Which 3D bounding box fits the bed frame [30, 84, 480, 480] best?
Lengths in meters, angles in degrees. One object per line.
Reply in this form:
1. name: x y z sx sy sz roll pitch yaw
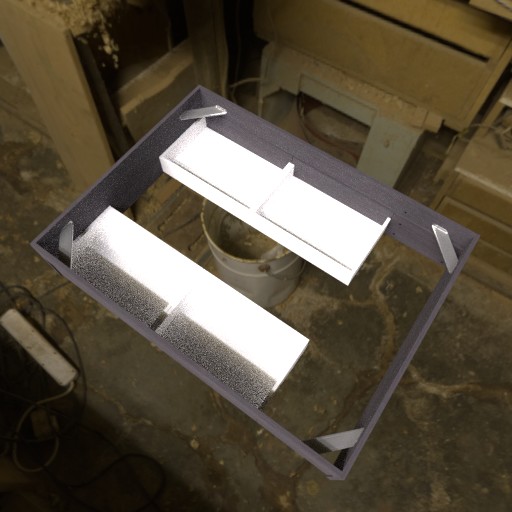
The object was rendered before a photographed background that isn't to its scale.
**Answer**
1. bed frame: 0.000 0.000 2.558 1.944 0.459 1.448 33 68 15
